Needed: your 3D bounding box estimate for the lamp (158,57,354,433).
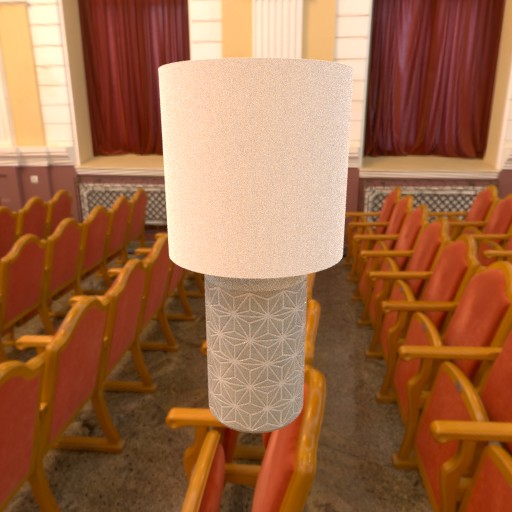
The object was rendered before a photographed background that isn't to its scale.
[{"bbox_3d":[0.000,0.000,0.537,0.206,0.416,0.206,2,17,6],"label":"lamp"}]
